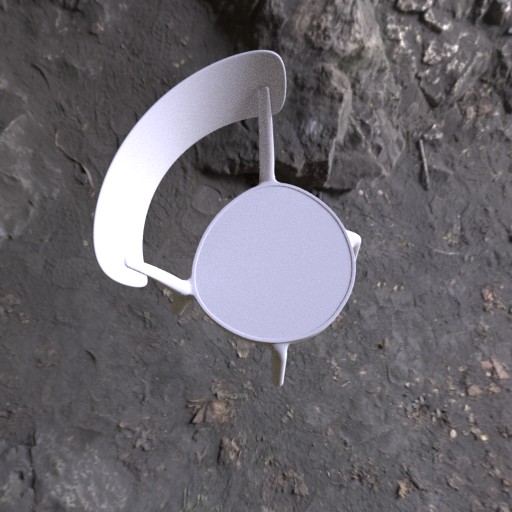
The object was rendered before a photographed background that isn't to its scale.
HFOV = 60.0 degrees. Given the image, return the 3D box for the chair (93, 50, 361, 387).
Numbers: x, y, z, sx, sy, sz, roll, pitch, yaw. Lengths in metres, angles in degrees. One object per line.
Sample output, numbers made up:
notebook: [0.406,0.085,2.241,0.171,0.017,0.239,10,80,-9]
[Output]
chair: [0.000,0.000,1.112,0.491,0.790,0.506,33,77,9]
